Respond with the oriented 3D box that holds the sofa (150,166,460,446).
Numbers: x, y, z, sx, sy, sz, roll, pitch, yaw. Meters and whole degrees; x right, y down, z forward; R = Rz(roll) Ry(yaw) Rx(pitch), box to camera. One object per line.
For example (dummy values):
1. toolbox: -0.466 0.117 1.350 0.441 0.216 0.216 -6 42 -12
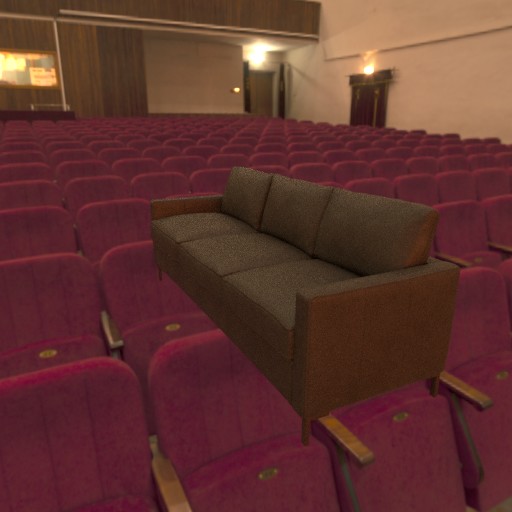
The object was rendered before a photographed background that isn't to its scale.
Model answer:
1. sofa: 0.000 0.000 2.424 0.748 0.805 2.029 -8 19 -26
